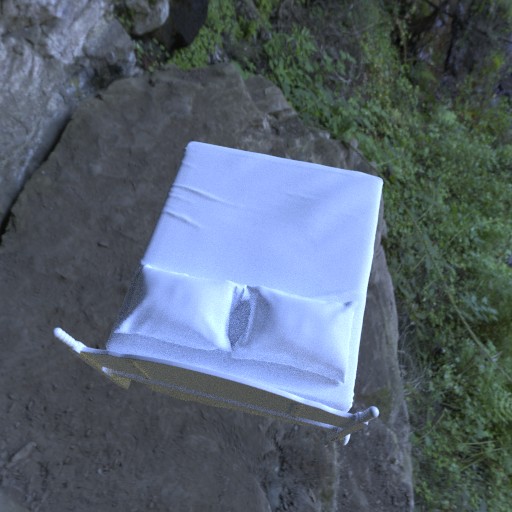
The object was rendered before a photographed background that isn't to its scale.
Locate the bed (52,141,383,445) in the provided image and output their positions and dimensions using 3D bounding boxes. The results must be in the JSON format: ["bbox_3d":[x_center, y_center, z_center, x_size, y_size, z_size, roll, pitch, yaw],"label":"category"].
[{"bbox_3d":[0.000,0.000,3.168,1.873,1.356,2.040,12,64,6],"label":"bed"}]
